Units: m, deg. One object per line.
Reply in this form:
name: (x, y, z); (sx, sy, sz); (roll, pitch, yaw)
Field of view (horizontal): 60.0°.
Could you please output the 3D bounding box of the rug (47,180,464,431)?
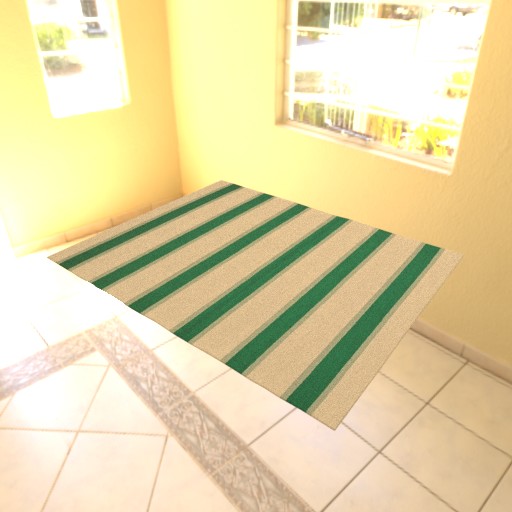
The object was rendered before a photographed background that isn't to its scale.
rug: (0.000, 0.000, 4.122); (3.041, 0.019, 2.434); (22, 38, 32)
